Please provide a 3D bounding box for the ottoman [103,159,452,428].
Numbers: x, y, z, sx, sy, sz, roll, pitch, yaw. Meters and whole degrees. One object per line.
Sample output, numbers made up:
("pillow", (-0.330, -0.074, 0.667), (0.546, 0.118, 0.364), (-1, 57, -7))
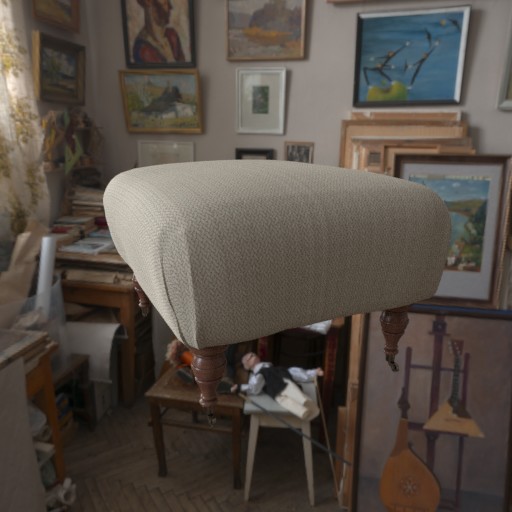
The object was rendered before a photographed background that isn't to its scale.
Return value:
("ottoman", (0.000, 0.000, 1.085), (0.622, 0.447, 0.684), (-8, 18, -25))
